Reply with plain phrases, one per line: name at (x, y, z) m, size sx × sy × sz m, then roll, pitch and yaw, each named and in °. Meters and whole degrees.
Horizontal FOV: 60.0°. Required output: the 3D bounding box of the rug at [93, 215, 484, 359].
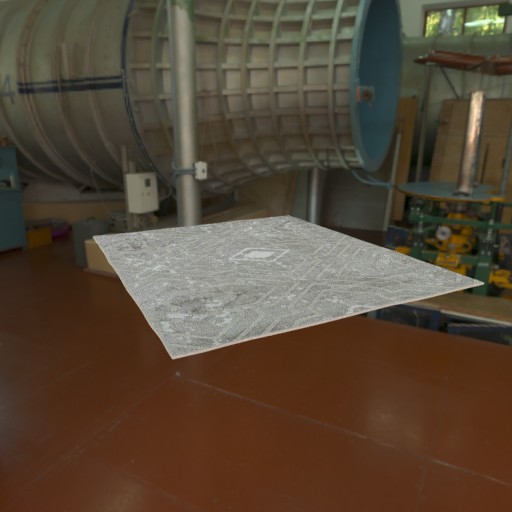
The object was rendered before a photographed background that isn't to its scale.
rug at (0.000, 0.000, 0.906) m, size 0.548 × 0.006 × 0.639 m, roll -8°, pitch 19°, yaw -26°
